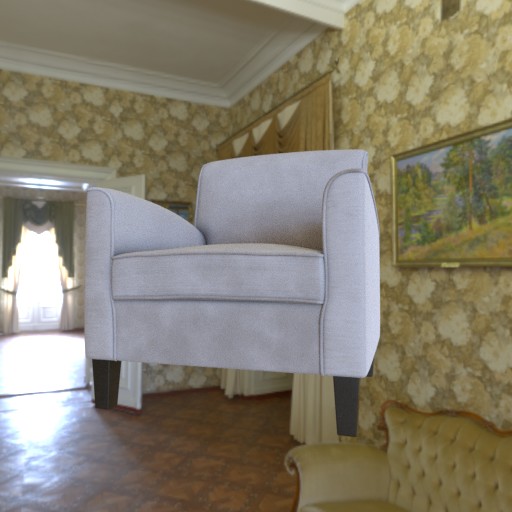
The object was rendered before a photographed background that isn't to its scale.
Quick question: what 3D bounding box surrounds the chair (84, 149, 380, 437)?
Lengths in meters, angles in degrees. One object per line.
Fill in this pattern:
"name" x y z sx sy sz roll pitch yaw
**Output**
"chair" 0.000 0.000 1.556 0.820 0.915 0.821 -1 -3 18
